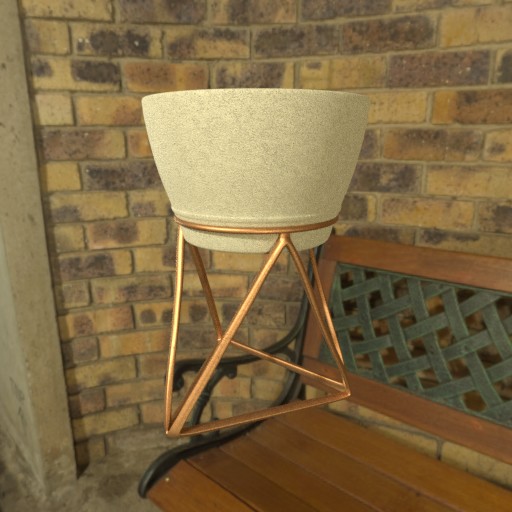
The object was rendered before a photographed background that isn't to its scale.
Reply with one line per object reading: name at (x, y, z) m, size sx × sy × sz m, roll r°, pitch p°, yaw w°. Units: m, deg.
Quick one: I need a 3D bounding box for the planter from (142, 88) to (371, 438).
planter at (0.000, 0.000, 0.760) m, size 0.350 × 0.504 × 0.350 m, roll 2°, pitch 15°, yaw 9°
